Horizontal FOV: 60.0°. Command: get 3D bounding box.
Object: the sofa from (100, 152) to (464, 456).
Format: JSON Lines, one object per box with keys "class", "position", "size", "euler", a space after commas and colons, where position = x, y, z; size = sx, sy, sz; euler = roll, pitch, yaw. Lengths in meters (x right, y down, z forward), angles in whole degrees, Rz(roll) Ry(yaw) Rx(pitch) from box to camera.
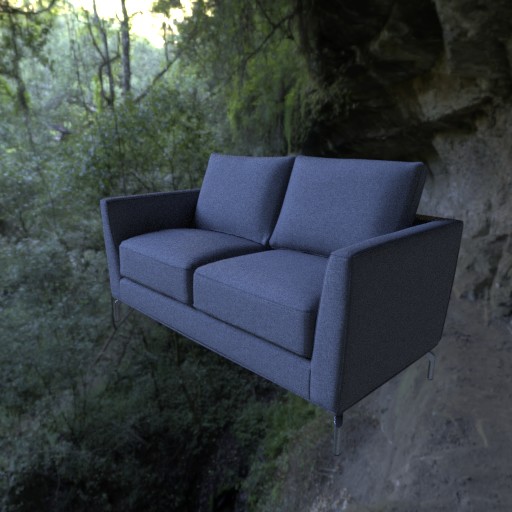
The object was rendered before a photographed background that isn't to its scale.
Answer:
{"class": "sofa", "position": [0.000, 0.000, 2.118], "size": [0.803, 0.924, 1.594], "euler": [-14, 21, -42]}
